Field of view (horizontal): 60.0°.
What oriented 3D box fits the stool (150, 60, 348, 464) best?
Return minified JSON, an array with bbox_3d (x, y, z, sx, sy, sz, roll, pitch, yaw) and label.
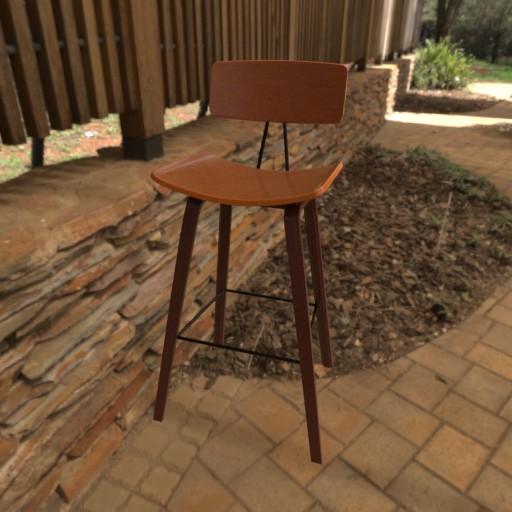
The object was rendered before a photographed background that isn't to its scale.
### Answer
[{"bbox_3d":[0.000,0.000,1.227,0.509,0.969,0.440,8,28,15],"label":"stool"}]
